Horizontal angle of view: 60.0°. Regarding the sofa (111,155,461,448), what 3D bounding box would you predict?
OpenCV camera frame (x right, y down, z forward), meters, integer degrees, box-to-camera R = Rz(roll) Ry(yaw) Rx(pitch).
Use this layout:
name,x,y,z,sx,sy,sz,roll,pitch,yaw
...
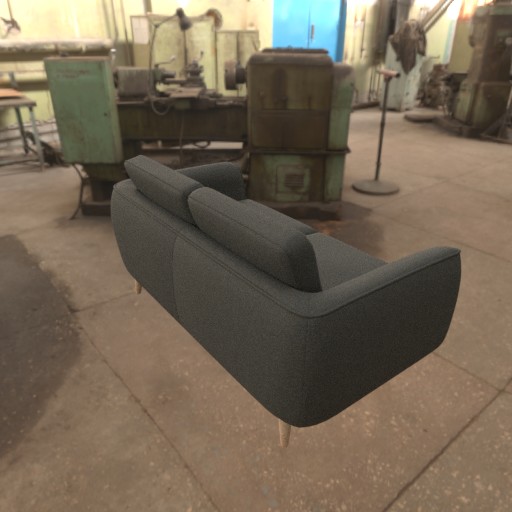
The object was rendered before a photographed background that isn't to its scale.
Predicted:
name,x,y,z,sx,sy,sz,roll,pitch,yaw
sofa,0.000,0.000,2.215,0.920,0.850,1.700,-19,32,-32
